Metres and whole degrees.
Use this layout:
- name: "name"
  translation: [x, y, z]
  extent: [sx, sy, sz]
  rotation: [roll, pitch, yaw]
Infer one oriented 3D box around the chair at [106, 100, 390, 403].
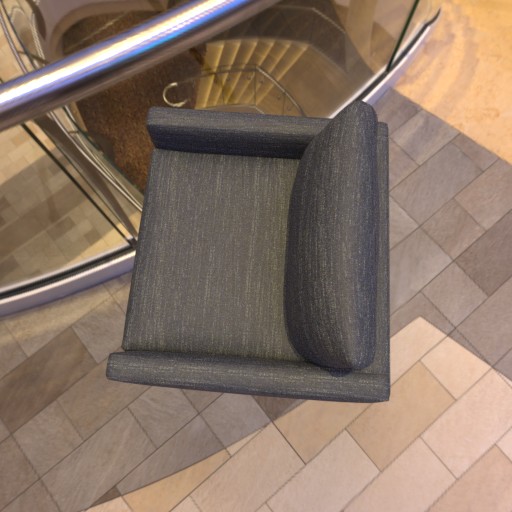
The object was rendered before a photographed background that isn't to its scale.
- name: "chair"
  translation: [0.000, 0.000, 1.609]
  extent: [0.866, 0.861, 0.963]
  rotation: [4, 74, 1]
